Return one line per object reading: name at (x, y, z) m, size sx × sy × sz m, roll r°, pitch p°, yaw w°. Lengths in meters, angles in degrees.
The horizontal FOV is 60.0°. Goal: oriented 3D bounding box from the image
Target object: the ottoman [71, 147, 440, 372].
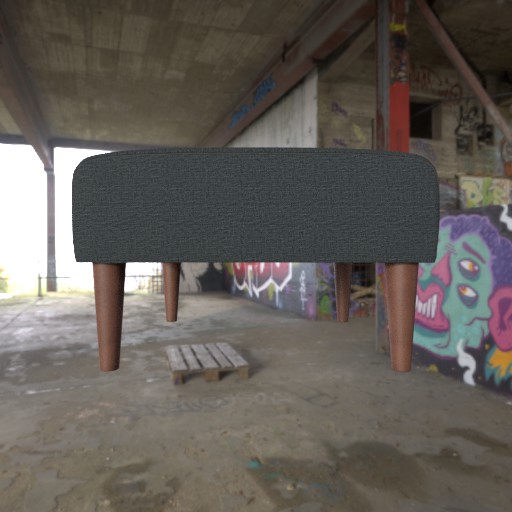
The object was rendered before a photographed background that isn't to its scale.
ottoman at (0.000, 0.000, 1.059) m, size 0.649 × 0.398 × 0.650 m, roll 0°, pitch 0°, yaw 1°
